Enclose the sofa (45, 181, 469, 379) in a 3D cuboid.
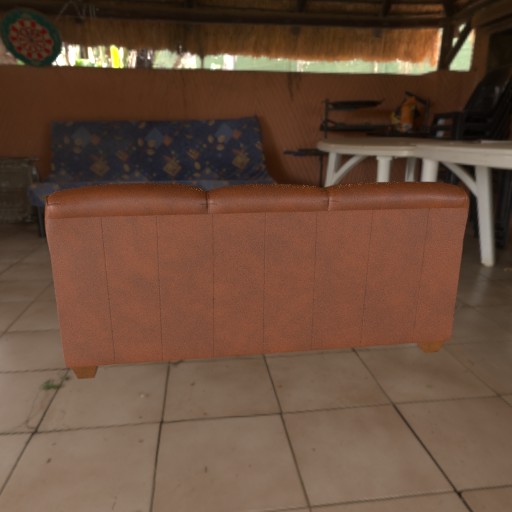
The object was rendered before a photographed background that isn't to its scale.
[{"bbox_3d":[0.000,0.000,2.614,2.039,0.953,1.008,-2,16,-8],"label":"sofa"}]
